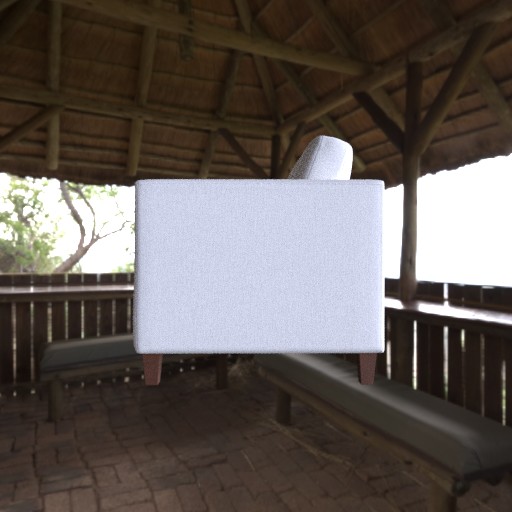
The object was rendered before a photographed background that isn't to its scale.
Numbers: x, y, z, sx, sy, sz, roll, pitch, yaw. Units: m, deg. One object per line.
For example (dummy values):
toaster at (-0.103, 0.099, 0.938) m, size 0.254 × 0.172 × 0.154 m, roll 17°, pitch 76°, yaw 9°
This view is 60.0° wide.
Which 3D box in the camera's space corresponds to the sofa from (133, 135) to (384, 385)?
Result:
sofa at (0.000, 0.000, 2.611) m, size 0.924 × 0.933 × 2.139 m, roll 0°, pitch 0°, yaw 0°
